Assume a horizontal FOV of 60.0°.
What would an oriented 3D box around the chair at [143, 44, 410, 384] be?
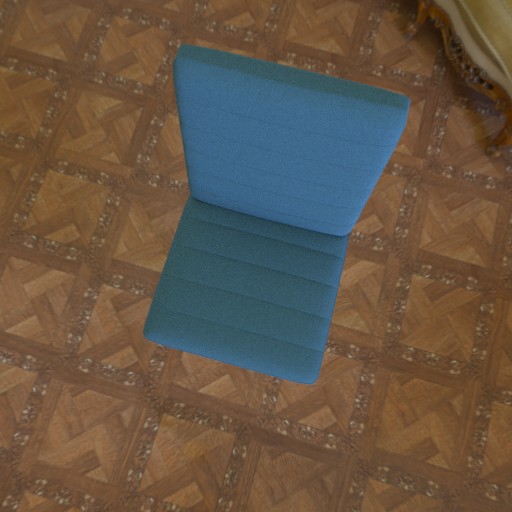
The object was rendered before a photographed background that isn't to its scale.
[{"bbox_3d":[0.000,0.000,1.299,0.520,0.930,0.634,15,77,4],"label":"chair"}]
